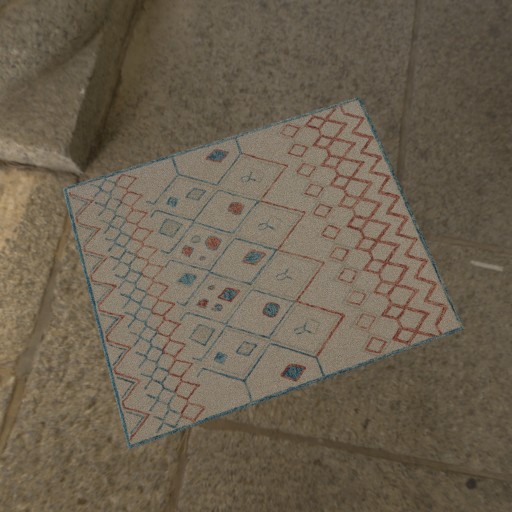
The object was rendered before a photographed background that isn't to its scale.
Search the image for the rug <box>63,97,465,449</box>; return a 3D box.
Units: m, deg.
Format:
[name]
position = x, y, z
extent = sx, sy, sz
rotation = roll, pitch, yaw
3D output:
[rug]
position = 0.000, 0.000, 4.055
extent = 3.050, 0.016, 2.441
rotation = -18, 77, -4
